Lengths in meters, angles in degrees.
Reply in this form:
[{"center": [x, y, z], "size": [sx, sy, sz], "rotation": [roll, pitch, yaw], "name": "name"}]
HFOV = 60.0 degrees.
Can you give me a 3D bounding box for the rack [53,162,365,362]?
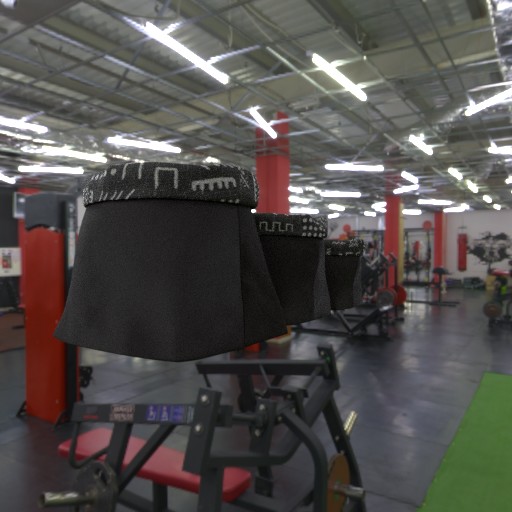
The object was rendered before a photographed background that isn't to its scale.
[{"center": [0.000, 0.000, 1.100], "size": [0.379, 0.323, 0.905], "rotation": [0, 1, 36], "name": "rack"}]
